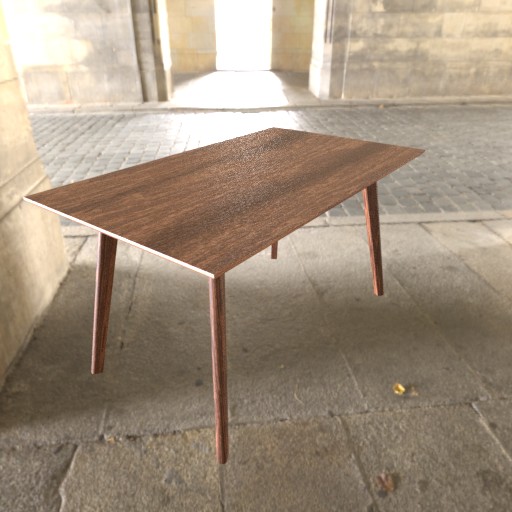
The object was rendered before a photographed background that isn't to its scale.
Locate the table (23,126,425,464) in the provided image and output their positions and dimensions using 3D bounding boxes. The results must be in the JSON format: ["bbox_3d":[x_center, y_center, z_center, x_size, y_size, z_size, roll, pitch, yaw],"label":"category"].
[{"bbox_3d":[0.000,0.000,1.813,0.801,0.724,1.349,19,33,32],"label":"table"}]
